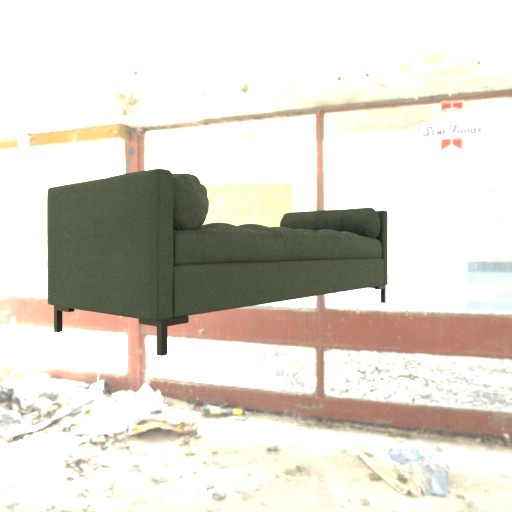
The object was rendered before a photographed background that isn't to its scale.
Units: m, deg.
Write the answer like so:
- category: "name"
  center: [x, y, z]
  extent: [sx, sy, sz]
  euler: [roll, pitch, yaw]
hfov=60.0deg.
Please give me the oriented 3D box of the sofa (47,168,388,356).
- category: "sofa"
  center: [0.000, 0.000, 2.593]
  extent: [0.817, 0.681, 2.130]
  euler: [1, 1, 38]
